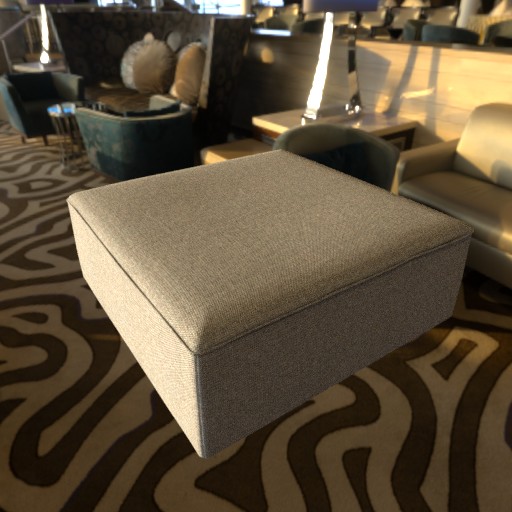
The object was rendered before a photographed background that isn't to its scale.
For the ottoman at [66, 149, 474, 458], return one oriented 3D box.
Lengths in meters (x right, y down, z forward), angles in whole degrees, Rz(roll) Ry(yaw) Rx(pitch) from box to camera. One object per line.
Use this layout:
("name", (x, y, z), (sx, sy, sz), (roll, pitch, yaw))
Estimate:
("ottoman", (0.000, 0.000, 1.580), (1.017, 0.423, 1.023), (-19, 35, -29))
